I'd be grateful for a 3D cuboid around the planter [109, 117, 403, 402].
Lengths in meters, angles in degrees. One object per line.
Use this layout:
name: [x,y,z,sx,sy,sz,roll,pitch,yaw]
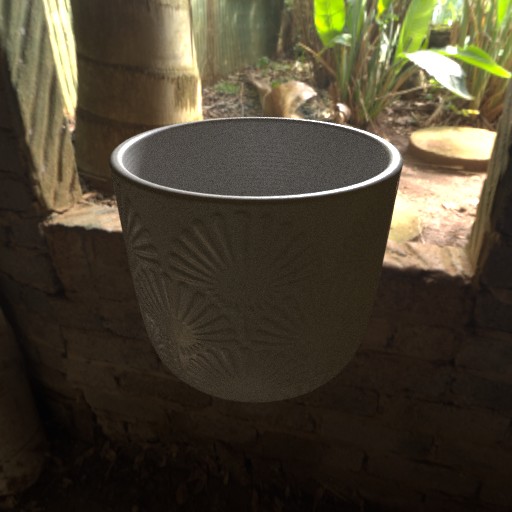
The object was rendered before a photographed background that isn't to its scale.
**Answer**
planter: [0.000,0.000,0.220,0.124,0.109,0.124,0,29,0]
